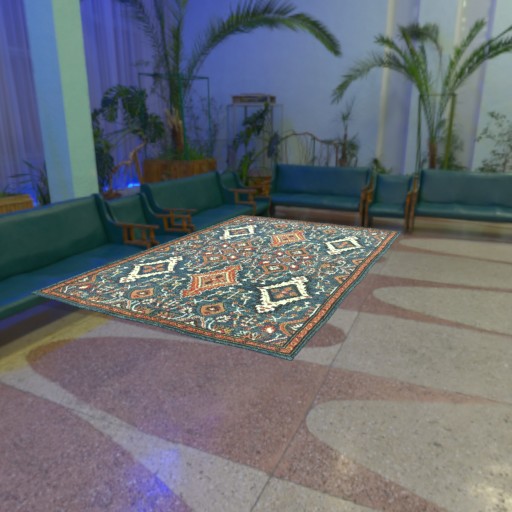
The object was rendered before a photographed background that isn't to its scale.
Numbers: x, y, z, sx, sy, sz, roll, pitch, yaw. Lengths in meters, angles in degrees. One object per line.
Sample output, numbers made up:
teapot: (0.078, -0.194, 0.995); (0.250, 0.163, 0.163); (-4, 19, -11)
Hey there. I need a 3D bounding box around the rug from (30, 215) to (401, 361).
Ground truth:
rug: (0.000, 0.000, 4.317); (2.190, 0.008, 3.371); (9, 19, 26)
